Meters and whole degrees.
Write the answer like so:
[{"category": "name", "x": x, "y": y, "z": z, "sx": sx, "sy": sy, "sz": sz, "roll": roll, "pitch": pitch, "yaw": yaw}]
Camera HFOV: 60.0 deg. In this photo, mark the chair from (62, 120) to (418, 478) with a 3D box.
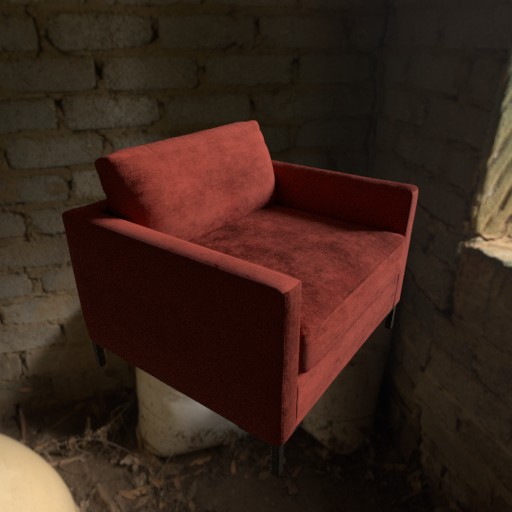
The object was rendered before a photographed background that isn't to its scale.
[{"category": "chair", "x": 0.000, "y": 0.000, "z": 1.612, "sx": 0.875, "sy": 0.812, "sz": 0.964, "roll": 18, "pitch": 32, "yaw": 32}]
